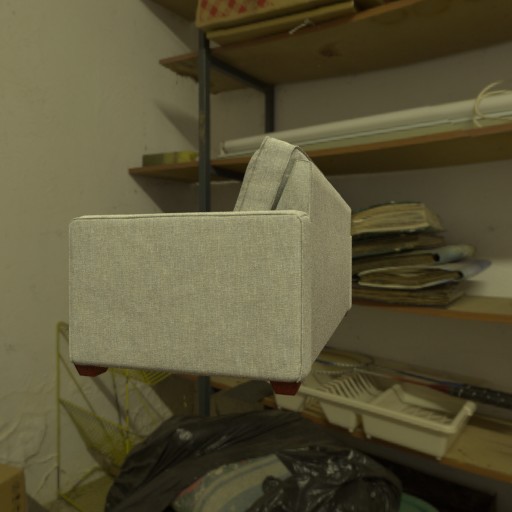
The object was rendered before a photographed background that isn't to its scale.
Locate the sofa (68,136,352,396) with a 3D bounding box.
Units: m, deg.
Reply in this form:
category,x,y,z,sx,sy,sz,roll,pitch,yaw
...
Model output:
category,x,y,z,sx,sy,sz,roll,pitch,yaw
sofa,0.000,0.000,2.555,0.945,0.918,2.078,0,1,16
